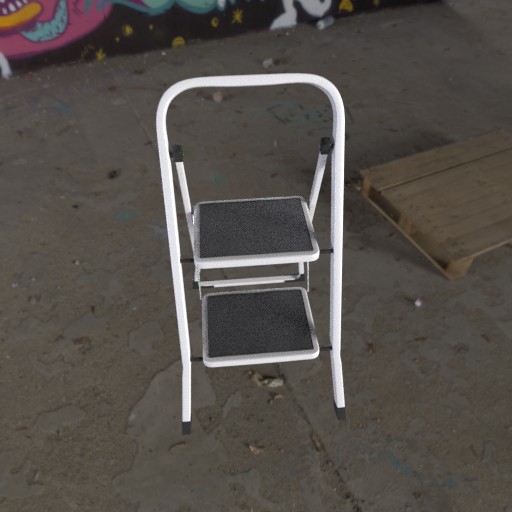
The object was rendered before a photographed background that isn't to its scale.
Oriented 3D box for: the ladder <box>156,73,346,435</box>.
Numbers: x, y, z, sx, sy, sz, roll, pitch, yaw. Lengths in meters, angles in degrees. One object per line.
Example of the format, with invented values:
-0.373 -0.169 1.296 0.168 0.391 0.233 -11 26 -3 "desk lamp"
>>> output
0.000 0.000 1.134 0.460 0.810 0.544 -4 46 -4 "ladder"
